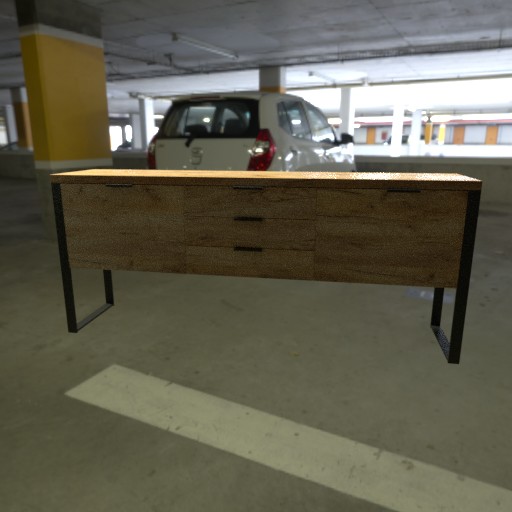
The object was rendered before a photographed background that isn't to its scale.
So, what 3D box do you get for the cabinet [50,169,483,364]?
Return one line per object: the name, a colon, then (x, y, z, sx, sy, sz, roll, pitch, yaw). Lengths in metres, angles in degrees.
cabinet: (0.000, 0.000, 2.094, 1.800, 0.762, 0.395, 3, 15, 10)
